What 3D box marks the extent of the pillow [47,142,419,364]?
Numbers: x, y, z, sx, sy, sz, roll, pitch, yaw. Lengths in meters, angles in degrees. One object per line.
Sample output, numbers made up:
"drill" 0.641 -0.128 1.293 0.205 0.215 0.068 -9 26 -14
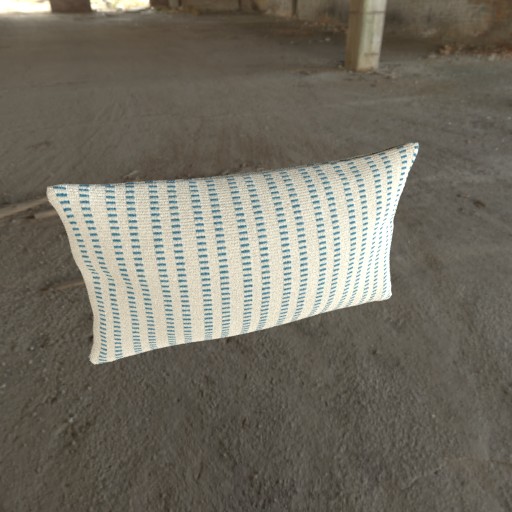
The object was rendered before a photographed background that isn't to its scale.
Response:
"pillow" 0.000 0.000 0.804 0.640 0.353 0.210 -10 33 -16
